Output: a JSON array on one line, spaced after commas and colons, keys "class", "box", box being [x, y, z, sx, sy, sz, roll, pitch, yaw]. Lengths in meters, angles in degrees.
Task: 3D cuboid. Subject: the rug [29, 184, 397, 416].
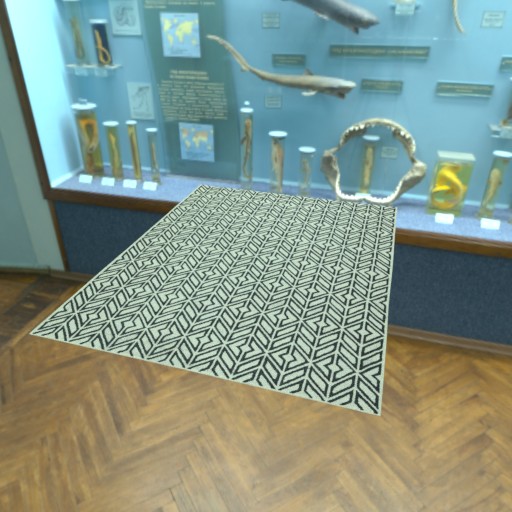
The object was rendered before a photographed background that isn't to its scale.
[{"class": "rug", "box": [0.000, 0.000, 4.084, 2.421, 0.008, 3.045, 9, 31, 15]}]
